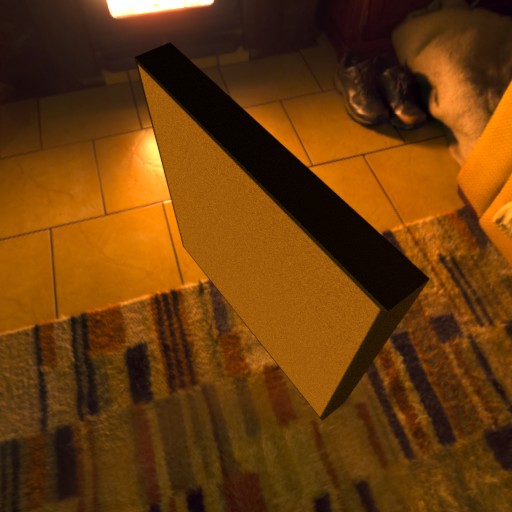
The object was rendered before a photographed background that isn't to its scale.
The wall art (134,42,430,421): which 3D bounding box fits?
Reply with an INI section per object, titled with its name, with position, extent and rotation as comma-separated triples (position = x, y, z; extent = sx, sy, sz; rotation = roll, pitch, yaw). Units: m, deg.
[wall art]
position = 0.000, 0.000, 0.457
extent = 0.037, 0.303, 0.304
rotation = -33, 64, -19
